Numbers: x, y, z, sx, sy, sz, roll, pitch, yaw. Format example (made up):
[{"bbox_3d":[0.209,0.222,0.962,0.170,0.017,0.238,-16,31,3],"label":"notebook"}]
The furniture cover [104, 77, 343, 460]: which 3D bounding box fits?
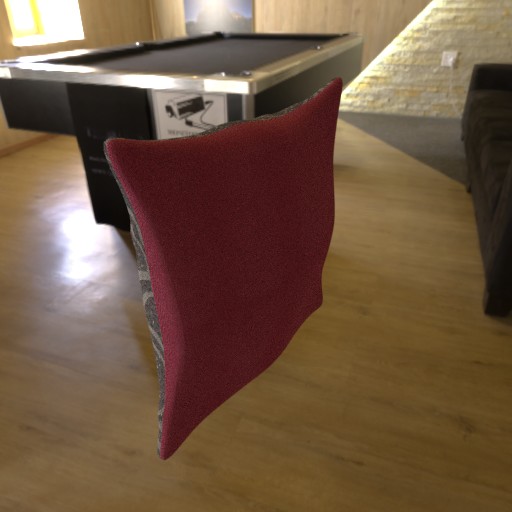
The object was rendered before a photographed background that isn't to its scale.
[{"bbox_3d":[0.000,0.000,0.752,0.163,0.513,0.514,20,36,30],"label":"furniture cover"}]
